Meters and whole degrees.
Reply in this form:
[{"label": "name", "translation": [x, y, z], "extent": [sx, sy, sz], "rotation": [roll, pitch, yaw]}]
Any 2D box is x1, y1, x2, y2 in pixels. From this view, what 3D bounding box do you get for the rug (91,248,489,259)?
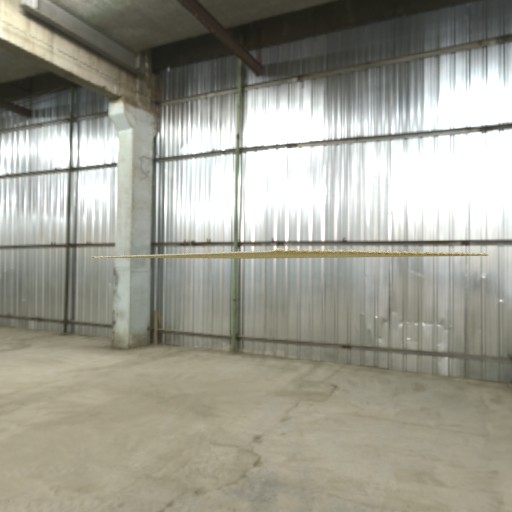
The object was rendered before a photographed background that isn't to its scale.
[{"label": "rug", "translation": [0.000, 0.000, 3.042], "extent": [1.540, 0.018, 2.435], "rotation": [1, -1, -36]}]
